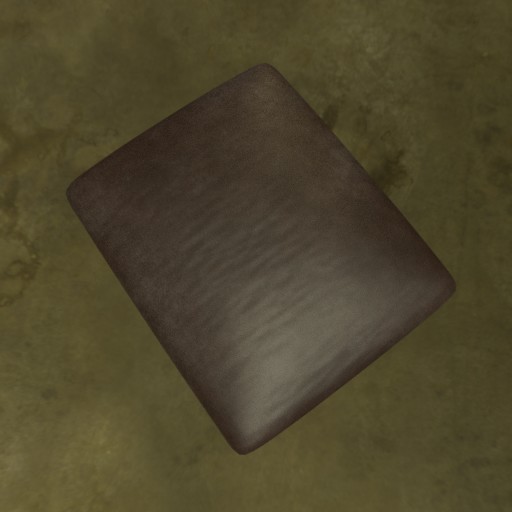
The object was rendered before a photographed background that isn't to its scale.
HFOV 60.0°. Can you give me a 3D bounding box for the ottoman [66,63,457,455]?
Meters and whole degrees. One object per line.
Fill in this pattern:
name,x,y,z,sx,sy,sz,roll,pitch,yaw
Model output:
ottoman,0.000,0.000,1.277,0.670,0.569,0.806,-35,79,-8
